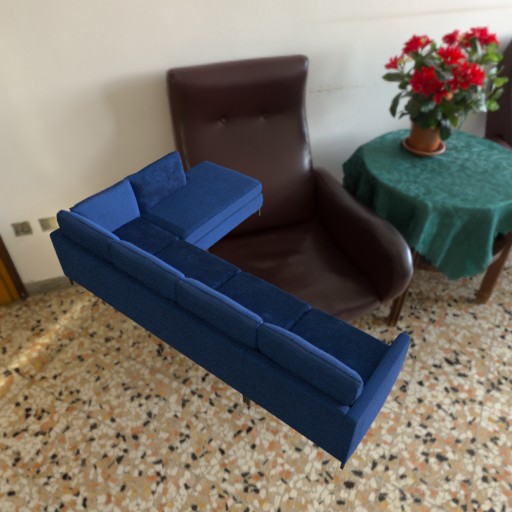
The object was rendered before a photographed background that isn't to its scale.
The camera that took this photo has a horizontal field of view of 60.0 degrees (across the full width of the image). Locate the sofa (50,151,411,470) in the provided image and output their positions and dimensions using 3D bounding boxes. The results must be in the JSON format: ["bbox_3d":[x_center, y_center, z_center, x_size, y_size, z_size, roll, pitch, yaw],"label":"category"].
[{"bbox_3d":[0.000,0.000,3.230,2.486,0.687,1.707,26,47,27],"label":"sofa"}]
